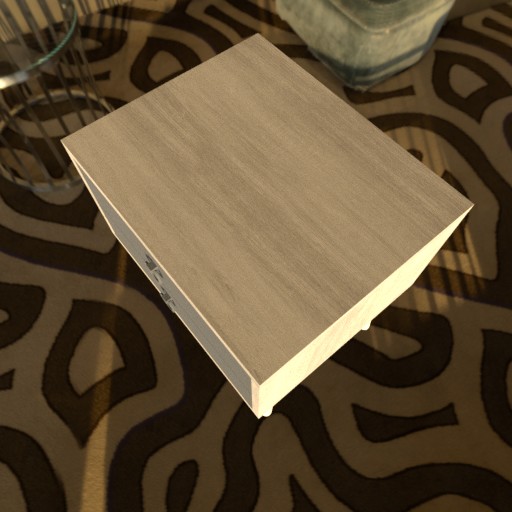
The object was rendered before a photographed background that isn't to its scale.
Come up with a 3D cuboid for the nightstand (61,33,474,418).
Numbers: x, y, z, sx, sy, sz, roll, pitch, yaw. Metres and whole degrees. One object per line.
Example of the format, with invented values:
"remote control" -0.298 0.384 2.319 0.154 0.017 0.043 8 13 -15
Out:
"nightstand" 0.000 0.000 0.834 0.380 0.500 0.450 -36 68 -17
